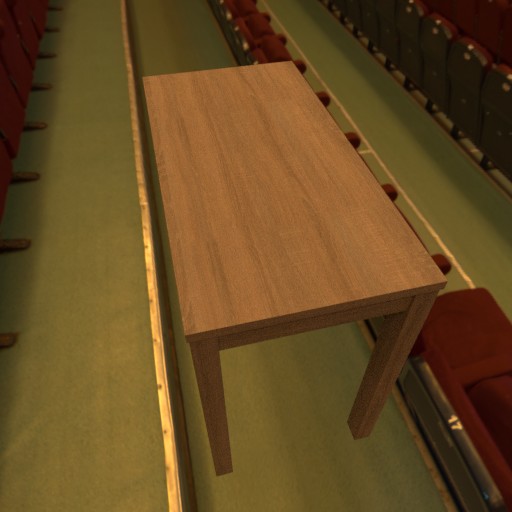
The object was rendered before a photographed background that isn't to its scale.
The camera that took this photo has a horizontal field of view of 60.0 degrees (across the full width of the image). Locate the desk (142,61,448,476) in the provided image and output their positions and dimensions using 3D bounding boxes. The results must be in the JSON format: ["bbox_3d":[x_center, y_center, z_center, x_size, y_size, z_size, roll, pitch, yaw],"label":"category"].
[{"bbox_3d":[0.000,0.000,1.396,0.495,0.762,0.991,-10,48,-10],"label":"desk"}]
